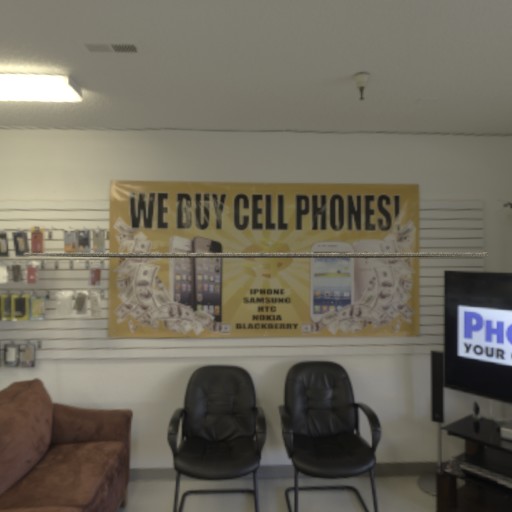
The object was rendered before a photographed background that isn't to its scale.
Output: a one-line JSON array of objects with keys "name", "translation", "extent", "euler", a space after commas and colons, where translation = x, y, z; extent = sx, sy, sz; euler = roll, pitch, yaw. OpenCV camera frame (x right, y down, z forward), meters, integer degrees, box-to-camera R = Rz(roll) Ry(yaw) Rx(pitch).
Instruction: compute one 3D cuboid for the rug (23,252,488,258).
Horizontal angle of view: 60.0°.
[{"name": "rug", "translation": [0.000, 0.000, 4.099], "extent": [3.049, 0.025, 2.449], "euler": [0, -1, 1]}]
